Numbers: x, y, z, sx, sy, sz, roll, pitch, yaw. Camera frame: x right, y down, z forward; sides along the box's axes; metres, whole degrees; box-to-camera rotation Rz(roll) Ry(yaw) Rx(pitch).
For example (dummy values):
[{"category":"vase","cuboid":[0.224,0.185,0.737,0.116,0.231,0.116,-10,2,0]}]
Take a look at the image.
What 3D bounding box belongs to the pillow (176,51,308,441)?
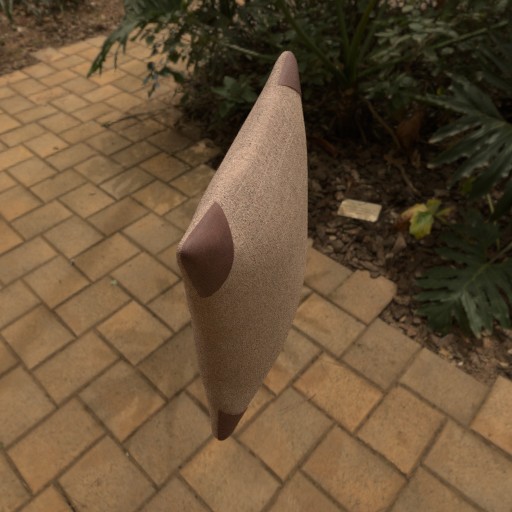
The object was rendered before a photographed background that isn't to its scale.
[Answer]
[{"category":"pillow","cuboid":[0.000,0.000,0.670,0.147,0.448,0.437,10,47,10]}]
